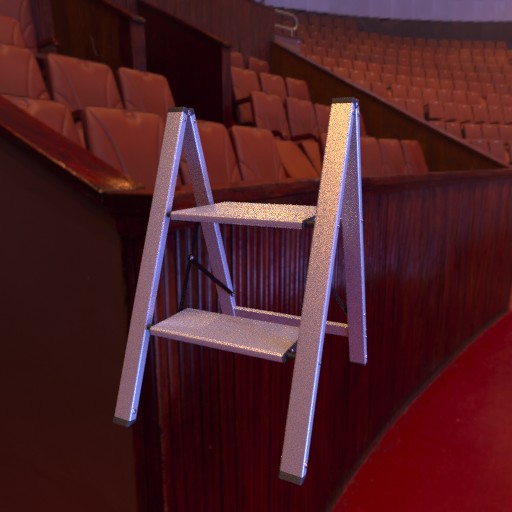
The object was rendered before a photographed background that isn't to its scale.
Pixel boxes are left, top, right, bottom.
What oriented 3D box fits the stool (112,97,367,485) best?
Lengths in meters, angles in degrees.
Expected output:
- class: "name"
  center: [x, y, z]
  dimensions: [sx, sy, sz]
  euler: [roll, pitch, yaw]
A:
- class: "stool"
  center: [0.000, 0.000, 1.025]
  dimensions: [0.440, 0.670, 0.535]
  euler: [6, 14, 25]
